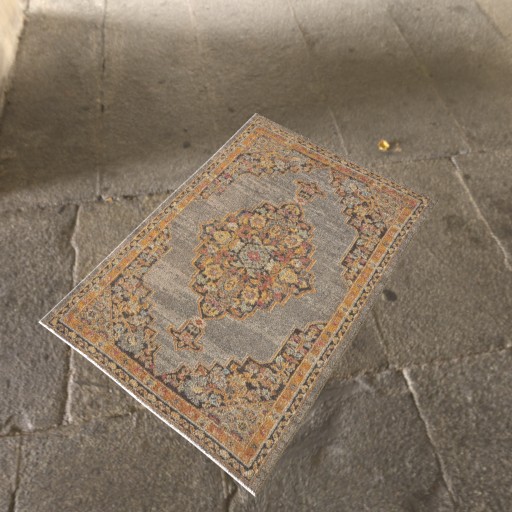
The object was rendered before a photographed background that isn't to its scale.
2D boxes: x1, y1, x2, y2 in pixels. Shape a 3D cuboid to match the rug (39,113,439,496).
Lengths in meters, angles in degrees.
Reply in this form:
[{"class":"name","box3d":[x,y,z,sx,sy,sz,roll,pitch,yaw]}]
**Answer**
[{"class":"rug","box3d":[0.000,0.000,3.912,2.158,0.024,3.063,31,63,18]}]
